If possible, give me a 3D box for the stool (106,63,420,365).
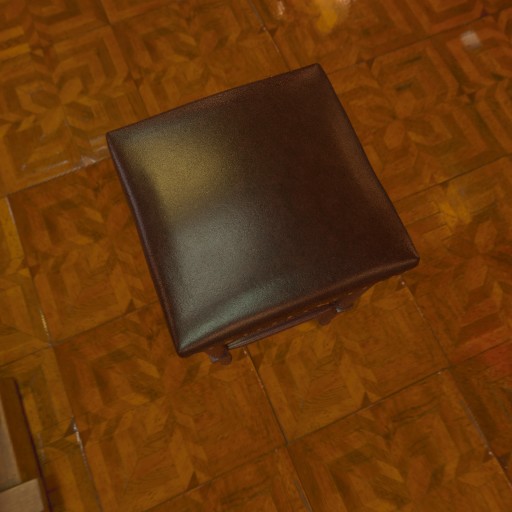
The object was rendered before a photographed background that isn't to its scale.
[{"bbox_3d":[0.000,0.000,1.001,0.383,0.768,0.382,-20,75,-6],"label":"stool"}]
